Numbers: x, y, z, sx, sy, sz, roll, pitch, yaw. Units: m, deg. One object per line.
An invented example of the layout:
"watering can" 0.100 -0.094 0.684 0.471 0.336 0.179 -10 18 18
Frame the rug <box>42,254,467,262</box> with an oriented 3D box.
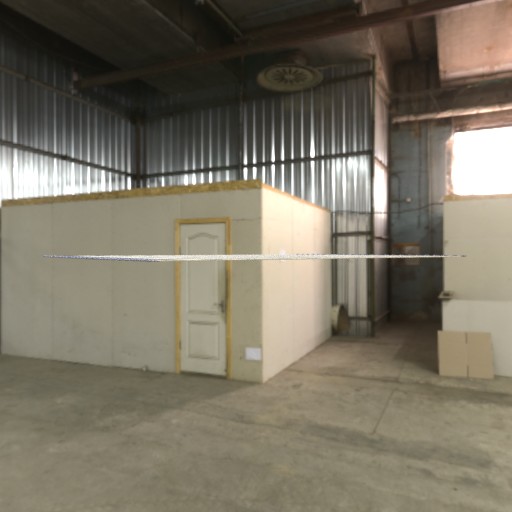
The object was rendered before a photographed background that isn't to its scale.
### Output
"rug" 0.000 0.000 4.358 3.416 0.016 2.471 -1 1 -37
